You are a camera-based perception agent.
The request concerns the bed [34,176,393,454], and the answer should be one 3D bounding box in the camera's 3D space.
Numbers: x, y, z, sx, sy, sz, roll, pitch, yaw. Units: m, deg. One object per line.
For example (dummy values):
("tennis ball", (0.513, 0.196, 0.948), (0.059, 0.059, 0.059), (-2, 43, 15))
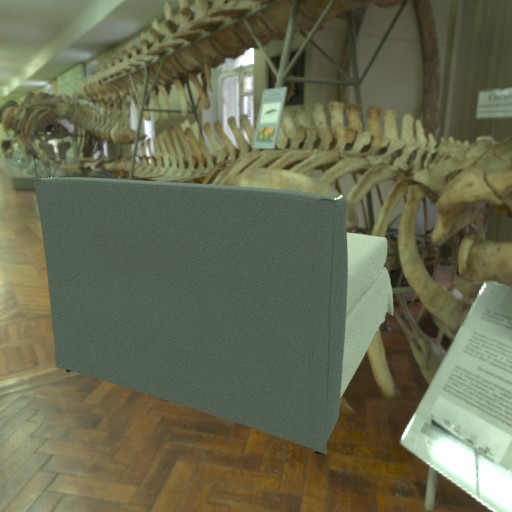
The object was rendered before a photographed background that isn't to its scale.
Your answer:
("bed", (0.000, 0.000, 3.409), (1.925, 1.332, 2.276), (8, 17, 26))
